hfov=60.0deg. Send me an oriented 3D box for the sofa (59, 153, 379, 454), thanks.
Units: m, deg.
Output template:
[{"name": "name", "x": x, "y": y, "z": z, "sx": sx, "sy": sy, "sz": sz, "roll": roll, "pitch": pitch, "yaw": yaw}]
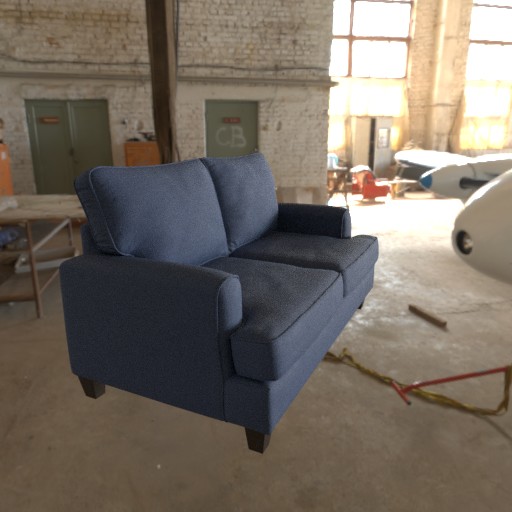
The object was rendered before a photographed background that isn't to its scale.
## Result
[{"name": "sofa", "x": 0.000, "y": 0.000, "z": 2.250, "sx": 0.965, "sy": 0.965, "sz": 1.651, "roll": 7, "pitch": 17, "yaw": 25}]
